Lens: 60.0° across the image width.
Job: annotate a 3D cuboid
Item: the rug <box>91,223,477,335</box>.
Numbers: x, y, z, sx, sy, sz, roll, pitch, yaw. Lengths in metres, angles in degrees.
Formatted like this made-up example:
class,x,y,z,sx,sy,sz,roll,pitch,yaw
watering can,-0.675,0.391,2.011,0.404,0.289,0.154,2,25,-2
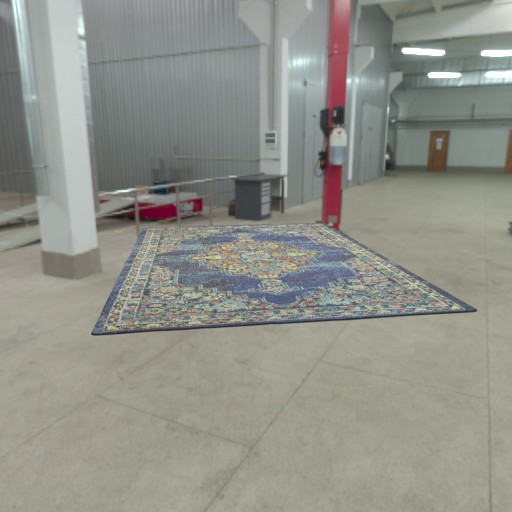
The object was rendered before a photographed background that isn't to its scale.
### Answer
class,x,y,z,sx,sy,sz,roll,pitch,yaw
rug,0.000,0.000,2.875,1.630,0.009,2.232,-2,14,-9
